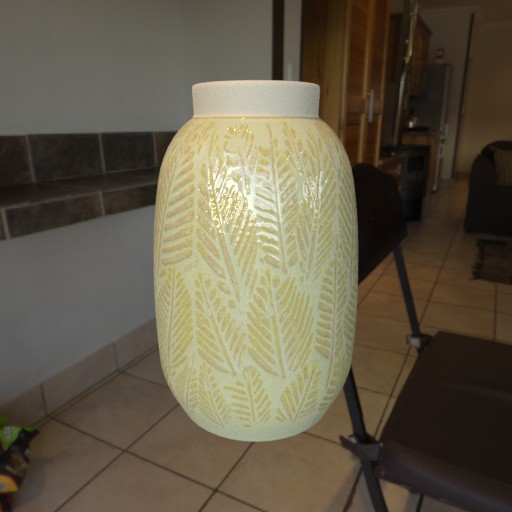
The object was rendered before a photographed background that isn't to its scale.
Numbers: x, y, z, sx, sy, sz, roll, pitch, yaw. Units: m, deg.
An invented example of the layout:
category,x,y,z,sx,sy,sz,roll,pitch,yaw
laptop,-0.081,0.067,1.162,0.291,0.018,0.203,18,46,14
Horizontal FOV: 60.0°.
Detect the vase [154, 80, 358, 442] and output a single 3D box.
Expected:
category,x,y,z,sx,sy,sz,roll,pitch,yaw
vase,0.000,0.000,0.376,0.172,0.270,0.172,0,16,0
